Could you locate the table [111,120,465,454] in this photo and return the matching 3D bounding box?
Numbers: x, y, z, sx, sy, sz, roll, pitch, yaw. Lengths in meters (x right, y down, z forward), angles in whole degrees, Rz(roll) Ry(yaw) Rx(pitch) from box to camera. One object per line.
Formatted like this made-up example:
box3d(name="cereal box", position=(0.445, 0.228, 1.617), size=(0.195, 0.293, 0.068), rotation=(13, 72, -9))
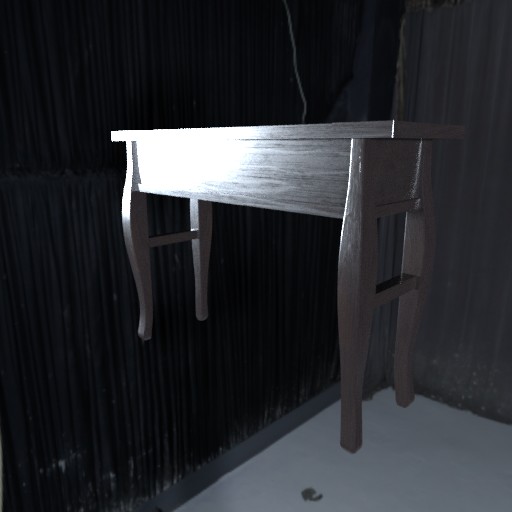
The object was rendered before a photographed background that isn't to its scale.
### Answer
box3d(name="table", position=(0.000, 0.000, 1.397), size=(1.062, 0.768, 0.373), rotation=(13, 19, 43))
